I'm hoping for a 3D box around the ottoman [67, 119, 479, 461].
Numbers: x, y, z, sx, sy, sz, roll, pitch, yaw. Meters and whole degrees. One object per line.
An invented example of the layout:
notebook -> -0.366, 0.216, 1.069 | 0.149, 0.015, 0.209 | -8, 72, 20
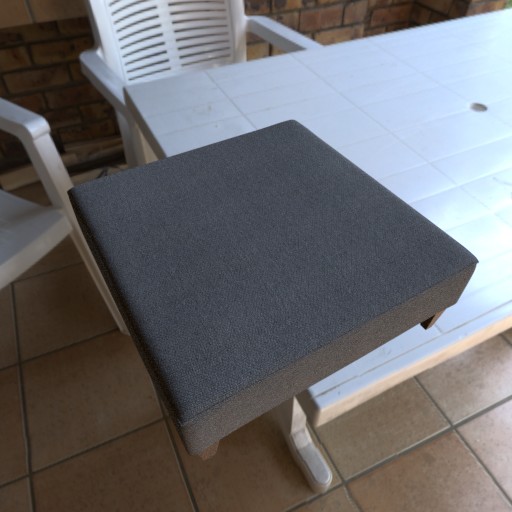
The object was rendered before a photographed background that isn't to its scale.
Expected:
ottoman -> 0.000, 0.000, 1.524 | 0.970, 0.378, 0.981 | -23, 50, -21
